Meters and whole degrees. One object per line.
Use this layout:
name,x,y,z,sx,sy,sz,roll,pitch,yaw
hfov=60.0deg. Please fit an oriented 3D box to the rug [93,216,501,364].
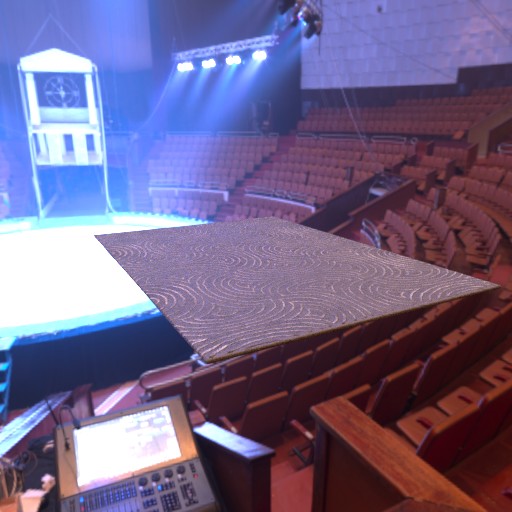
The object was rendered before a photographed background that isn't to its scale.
rug,0.000,0.000,2.701,1.543,0.015,2.144,-8,17,-28
